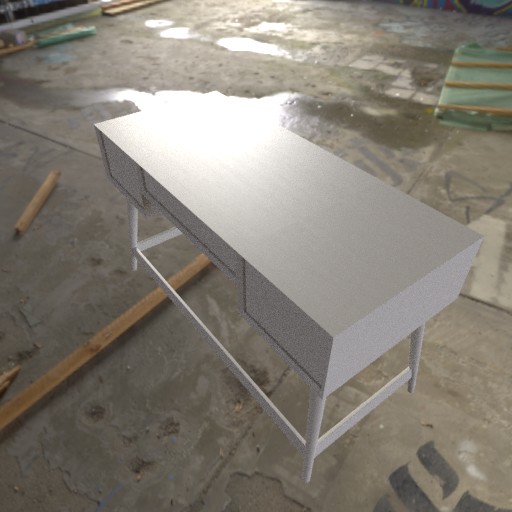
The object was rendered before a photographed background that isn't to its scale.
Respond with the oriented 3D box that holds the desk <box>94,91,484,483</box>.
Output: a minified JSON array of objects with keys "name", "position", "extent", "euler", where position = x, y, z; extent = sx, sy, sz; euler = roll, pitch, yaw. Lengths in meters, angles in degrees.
[{"name":"desk","position":[0.000,0.000,1.717],"extent":[0.589,0.762,1.313],"euler":[-27,48,-27]}]
